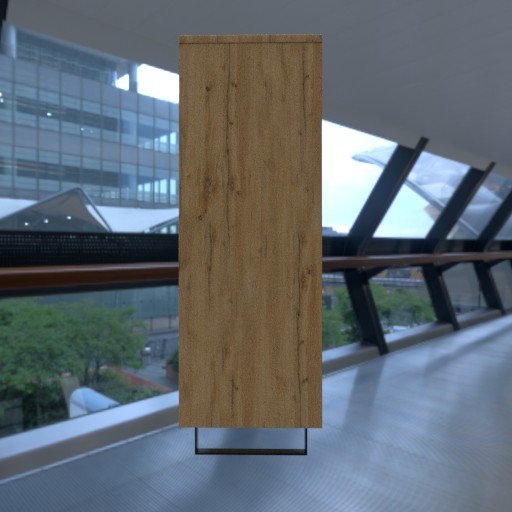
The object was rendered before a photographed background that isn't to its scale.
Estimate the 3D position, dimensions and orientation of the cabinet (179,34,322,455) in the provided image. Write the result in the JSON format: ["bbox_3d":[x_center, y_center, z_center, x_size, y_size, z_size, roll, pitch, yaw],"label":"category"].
[{"bbox_3d":[0.000,0.000,1.984,0.473,1.397,1.168,0,0,1],"label":"cabinet"}]
